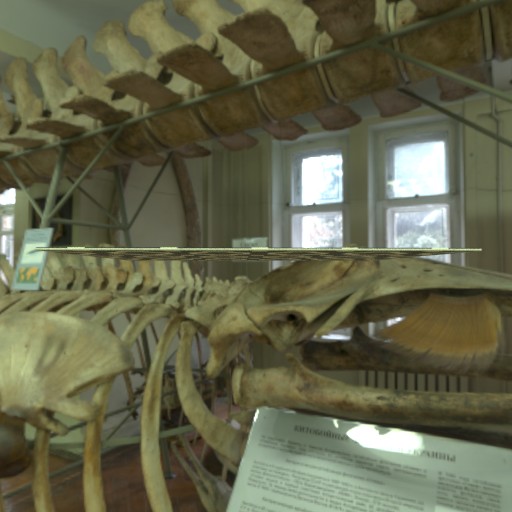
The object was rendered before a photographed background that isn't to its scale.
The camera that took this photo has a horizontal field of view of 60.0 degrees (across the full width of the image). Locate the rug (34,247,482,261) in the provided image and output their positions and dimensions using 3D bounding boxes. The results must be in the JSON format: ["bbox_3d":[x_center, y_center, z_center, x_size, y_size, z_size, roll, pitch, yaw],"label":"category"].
[{"bbox_3d":[0.000,0.000,4.240,3.049,0.021,2.466,0,-2,-2],"label":"rug"}]
